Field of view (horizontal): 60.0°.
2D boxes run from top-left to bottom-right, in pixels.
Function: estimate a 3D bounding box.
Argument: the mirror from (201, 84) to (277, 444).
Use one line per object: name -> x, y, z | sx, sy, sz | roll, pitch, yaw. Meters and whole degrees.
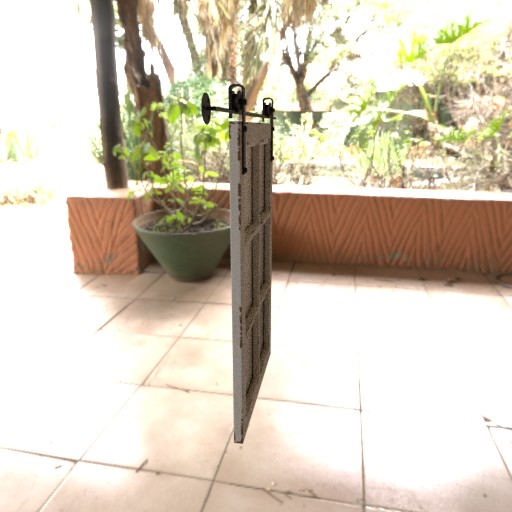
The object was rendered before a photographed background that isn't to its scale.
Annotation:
mirror -> 0.000, 0.000, 1.213 | 0.037, 0.844, 0.808 | 3, 16, 10
